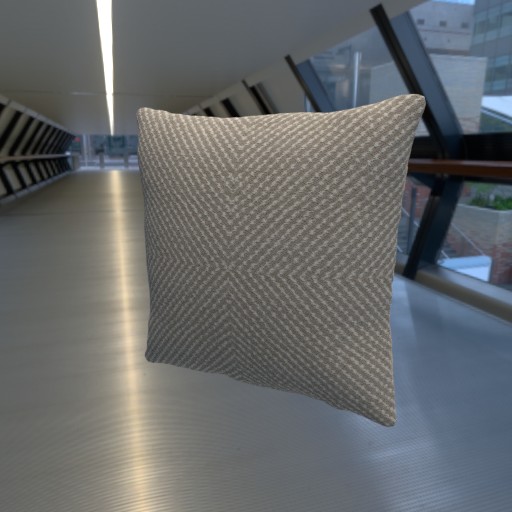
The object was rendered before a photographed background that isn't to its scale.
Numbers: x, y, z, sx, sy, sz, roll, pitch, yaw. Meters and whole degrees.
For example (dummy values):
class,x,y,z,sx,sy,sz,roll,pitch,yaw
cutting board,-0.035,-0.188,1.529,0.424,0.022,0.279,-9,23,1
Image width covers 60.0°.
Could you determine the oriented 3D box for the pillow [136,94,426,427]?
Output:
class,x,y,z,sx,sy,sz,roll,pitch,yaw
pillow,0.000,0.000,0.690,0.459,0.458,0.181,7,16,26
